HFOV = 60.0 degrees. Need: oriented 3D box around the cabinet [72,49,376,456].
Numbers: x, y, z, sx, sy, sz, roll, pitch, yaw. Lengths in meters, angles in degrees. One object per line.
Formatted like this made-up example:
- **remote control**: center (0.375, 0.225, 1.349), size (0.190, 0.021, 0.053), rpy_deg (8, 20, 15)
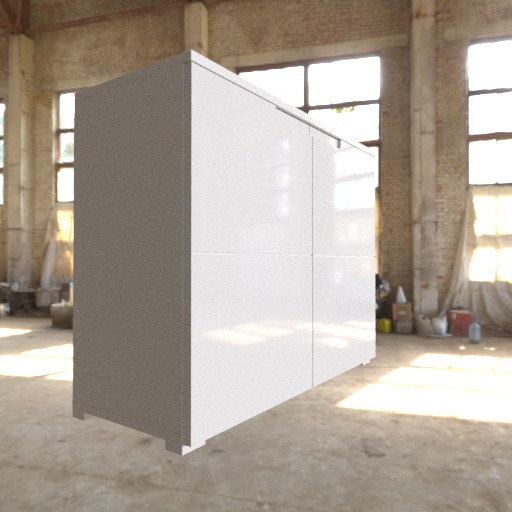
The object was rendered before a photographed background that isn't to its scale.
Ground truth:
- **cabinet**: center (0.000, 0.000, 1.388), size (0.400, 0.800, 1.000), rpy_deg (0, -1, 35)
